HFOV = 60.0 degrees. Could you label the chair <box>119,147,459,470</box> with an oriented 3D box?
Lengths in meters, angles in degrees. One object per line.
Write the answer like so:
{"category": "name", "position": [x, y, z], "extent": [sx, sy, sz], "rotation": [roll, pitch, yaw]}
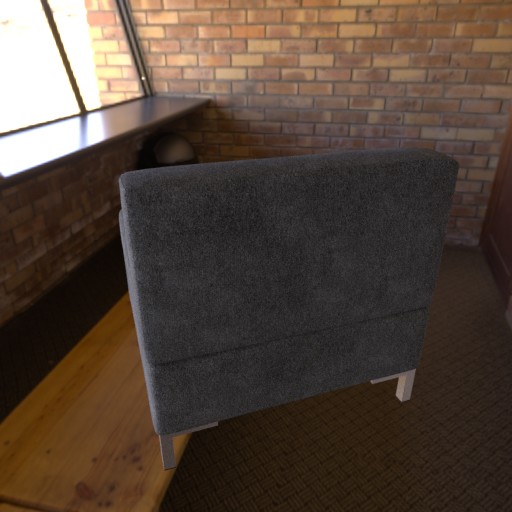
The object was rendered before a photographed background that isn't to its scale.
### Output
{"category": "chair", "position": [0.000, 0.000, 1.212], "extent": [0.680, 0.660, 0.680], "rotation": [-9, 27, -17]}
